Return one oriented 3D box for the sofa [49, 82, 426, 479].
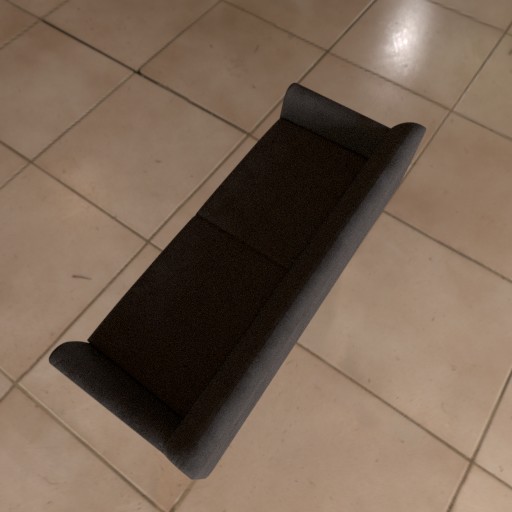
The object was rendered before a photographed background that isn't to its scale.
[{"bbox_3d":[0.000,0.000,2.550,0.900,0.740,2.190,31,68,14],"label":"sofa"}]
